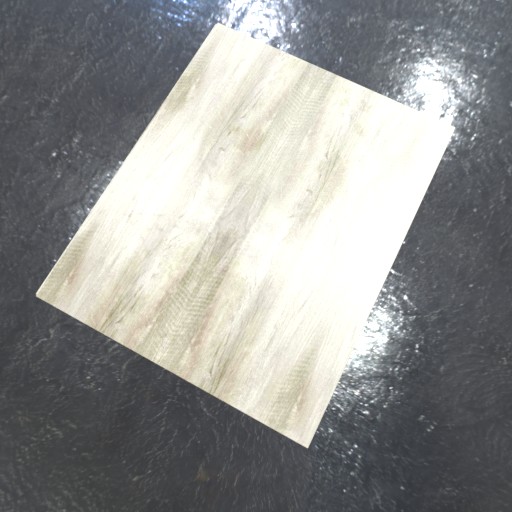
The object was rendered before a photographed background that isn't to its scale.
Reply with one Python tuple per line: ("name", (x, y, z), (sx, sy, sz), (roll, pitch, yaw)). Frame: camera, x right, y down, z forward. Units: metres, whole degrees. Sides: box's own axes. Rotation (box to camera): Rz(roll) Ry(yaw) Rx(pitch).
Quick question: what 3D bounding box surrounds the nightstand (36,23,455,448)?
("nightstand", (0.000, 0.000, 0.748), (0.347, 0.448, 0.427), (27, 76, 7))
